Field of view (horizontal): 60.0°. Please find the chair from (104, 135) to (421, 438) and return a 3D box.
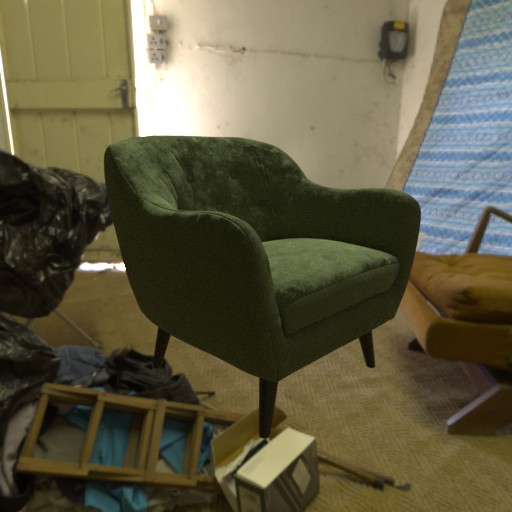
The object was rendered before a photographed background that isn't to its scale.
[{"bbox_3d":[0.000,0.000,1.522,0.840,0.804,0.819,-14,20,-43],"label":"chair"}]
